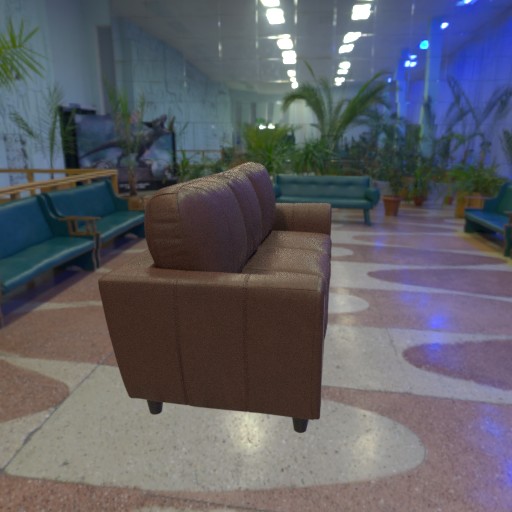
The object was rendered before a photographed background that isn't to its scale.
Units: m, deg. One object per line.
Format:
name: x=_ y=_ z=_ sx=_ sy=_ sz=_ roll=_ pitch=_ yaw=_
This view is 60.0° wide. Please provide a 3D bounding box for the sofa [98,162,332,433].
sofa: x=0.000 y=0.000 z=2.385 sx=0.802 sy=0.915 sz=1.862 roll=3 pitch=15 yaw=10
